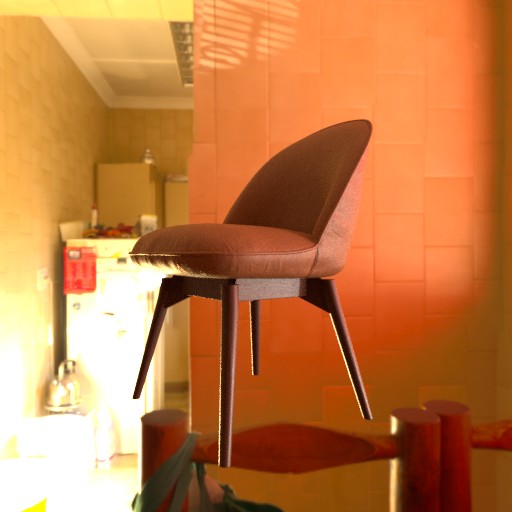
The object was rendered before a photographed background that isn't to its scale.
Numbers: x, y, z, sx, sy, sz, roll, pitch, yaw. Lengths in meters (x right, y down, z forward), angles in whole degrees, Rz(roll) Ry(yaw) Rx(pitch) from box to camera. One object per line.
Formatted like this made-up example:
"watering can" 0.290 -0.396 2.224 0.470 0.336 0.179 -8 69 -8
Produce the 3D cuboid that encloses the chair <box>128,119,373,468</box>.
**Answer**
"chair" 0.000 0.000 1.234 0.631 0.831 0.521 0 1 -35
